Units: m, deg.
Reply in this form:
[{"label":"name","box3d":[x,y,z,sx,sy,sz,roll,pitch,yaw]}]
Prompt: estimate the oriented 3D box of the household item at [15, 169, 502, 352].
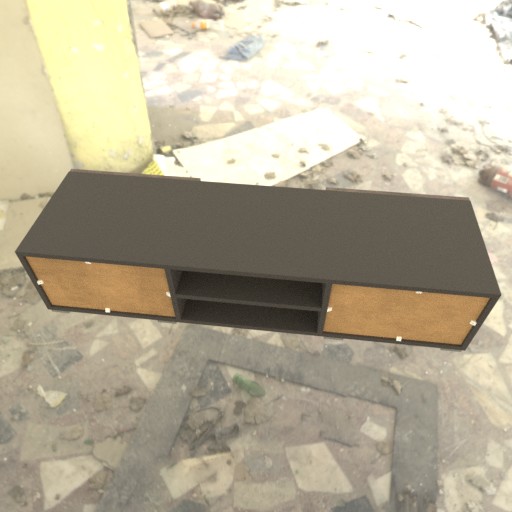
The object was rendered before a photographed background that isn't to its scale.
[{"label":"household item","box3d":[0.000,0.000,1.521,1.400,0.310,0.420,5,47,5]}]
